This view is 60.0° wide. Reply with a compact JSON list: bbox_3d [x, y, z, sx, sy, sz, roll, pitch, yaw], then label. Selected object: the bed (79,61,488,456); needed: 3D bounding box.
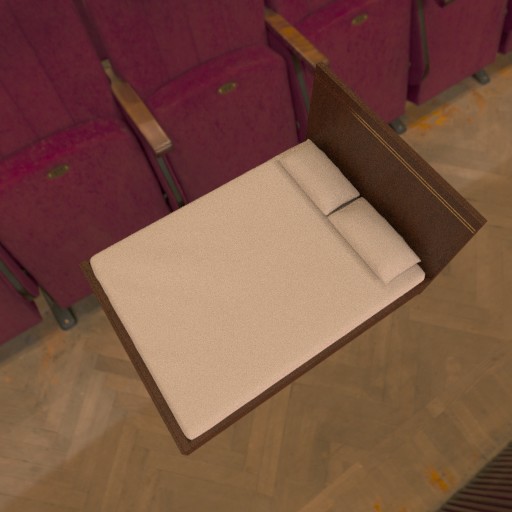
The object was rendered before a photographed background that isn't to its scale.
[{"bbox_3d":[0.000,0.000,3.170,2.221,1.169,1.613,-31,68,-14],"label":"bed"}]
